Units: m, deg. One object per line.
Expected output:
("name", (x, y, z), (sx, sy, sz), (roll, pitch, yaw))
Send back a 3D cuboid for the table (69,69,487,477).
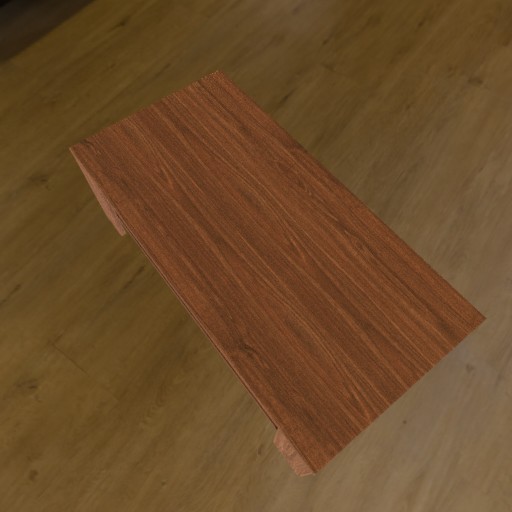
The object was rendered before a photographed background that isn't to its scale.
("table", (0.000, 0.000, 1.474), (0.600, 0.400, 1.200), (-35, 68, -17))
